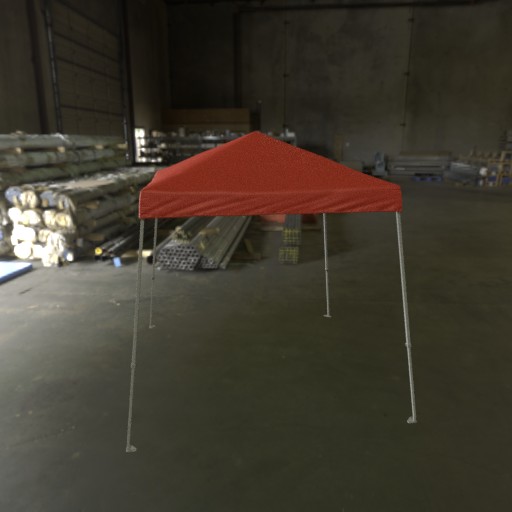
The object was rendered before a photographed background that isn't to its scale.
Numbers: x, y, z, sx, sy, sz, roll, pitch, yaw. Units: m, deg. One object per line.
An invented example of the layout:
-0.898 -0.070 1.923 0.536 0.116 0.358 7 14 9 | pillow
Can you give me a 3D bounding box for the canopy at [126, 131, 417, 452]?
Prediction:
0.000 0.000 5.262 2.850 2.850 2.849 -2 15 -9 | canopy
